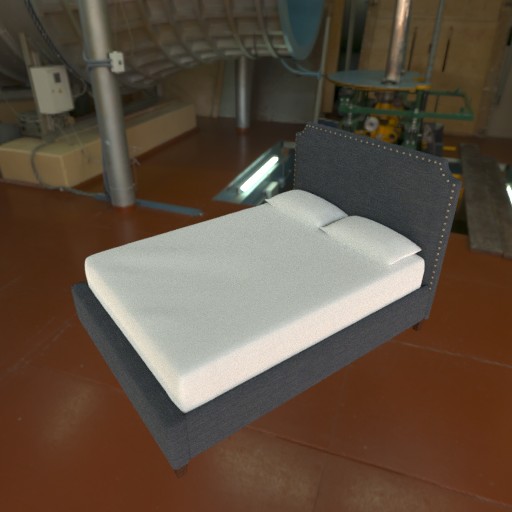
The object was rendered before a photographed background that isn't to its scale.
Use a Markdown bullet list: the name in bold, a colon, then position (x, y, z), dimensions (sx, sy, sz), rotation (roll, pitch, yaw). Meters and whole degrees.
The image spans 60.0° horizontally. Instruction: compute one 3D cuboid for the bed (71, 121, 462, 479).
- **bed**: position (0.000, 0.000, 3.360), dimensions (2.372, 1.443, 1.713), rotation (-20, 35, -31)
